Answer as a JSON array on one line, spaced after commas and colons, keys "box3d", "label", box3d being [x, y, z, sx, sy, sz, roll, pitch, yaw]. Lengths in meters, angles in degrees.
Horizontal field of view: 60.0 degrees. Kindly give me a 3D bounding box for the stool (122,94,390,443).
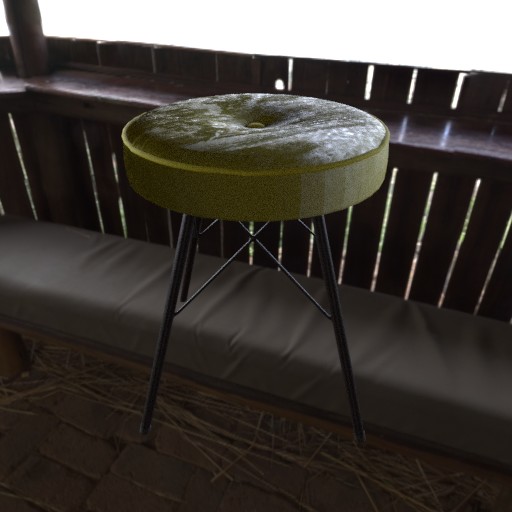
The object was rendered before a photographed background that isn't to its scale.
[{"box3d": [0.000, 0.000, 0.815, 0.409, 0.508, 0.409, 1, 32, 2], "label": "stool"}]
